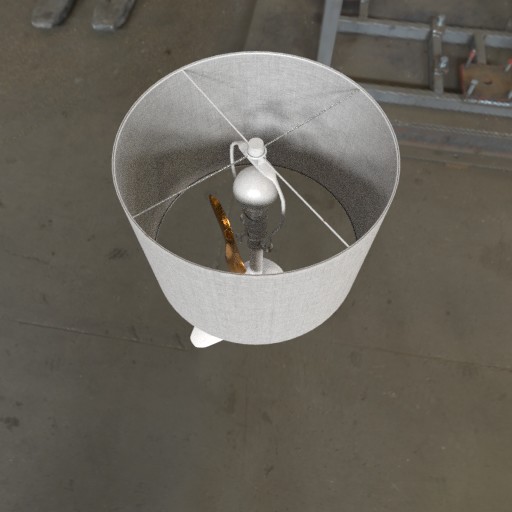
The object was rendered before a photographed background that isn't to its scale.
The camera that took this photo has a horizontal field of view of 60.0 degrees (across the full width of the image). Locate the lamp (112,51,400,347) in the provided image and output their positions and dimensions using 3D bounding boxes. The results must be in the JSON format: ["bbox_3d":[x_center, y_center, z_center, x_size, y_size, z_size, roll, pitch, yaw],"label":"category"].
[{"bbox_3d":[0.000,0.000,0.681,0.298,0.503,0.298,-33,67,-16],"label":"lamp"}]
